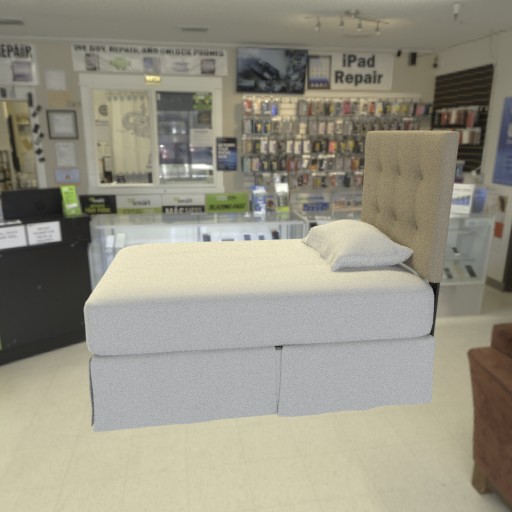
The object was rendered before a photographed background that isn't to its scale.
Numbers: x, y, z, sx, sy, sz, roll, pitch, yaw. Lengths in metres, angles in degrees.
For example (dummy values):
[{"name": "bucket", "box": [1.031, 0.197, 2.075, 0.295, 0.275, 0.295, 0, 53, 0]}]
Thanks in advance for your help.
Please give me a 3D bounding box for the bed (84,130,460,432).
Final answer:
[{"name": "bed", "box": [0.000, 0.000, 2.885, 1.997, 1.571, 1.261, -2, 16, -7]}]
